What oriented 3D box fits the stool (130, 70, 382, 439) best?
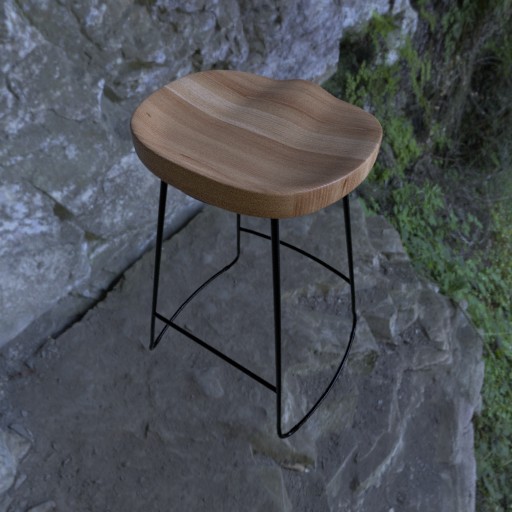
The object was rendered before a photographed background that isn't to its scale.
[{"bbox_3d":[0.000,0.000,0.963,0.480,0.679,0.401,27,53,22],"label":"stool"}]
